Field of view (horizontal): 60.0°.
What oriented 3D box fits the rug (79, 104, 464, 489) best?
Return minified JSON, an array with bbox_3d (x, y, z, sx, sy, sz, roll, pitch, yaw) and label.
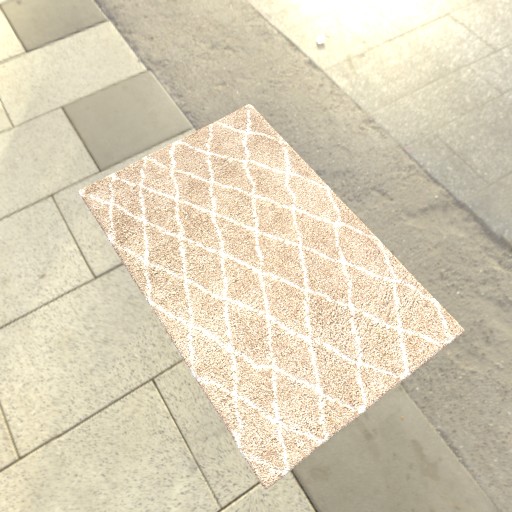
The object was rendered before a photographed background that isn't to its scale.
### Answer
[{"bbox_3d":[0.000,0.000,3.486,1.778,0.030,2.743,-32,67,-15],"label":"rug"}]
